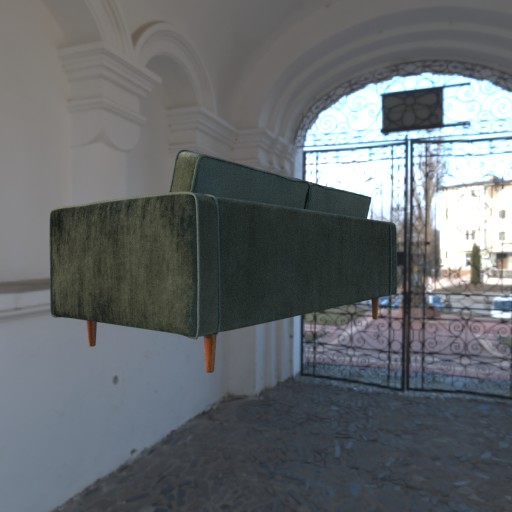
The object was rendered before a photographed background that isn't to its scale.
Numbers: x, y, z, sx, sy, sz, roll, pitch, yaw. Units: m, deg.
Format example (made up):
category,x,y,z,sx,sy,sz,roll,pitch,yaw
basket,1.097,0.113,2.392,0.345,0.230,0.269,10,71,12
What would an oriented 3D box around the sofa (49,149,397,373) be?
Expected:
category,x,y,z,sx,sy,sz,roll,pitch,yaw
sofa,0.000,0.000,2.324,0.886,0.781,1.816,0,1,37
